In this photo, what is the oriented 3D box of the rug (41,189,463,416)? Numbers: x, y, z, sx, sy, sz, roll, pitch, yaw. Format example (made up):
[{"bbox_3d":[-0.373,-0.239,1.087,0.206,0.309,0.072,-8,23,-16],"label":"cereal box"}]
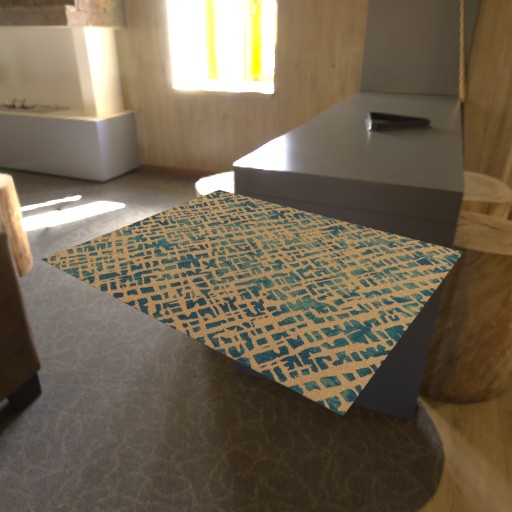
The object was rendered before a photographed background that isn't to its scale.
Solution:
[{"bbox_3d":[0.000,0.000,4.048,3.007,0.007,2.435,19,33,32],"label":"rug"}]
